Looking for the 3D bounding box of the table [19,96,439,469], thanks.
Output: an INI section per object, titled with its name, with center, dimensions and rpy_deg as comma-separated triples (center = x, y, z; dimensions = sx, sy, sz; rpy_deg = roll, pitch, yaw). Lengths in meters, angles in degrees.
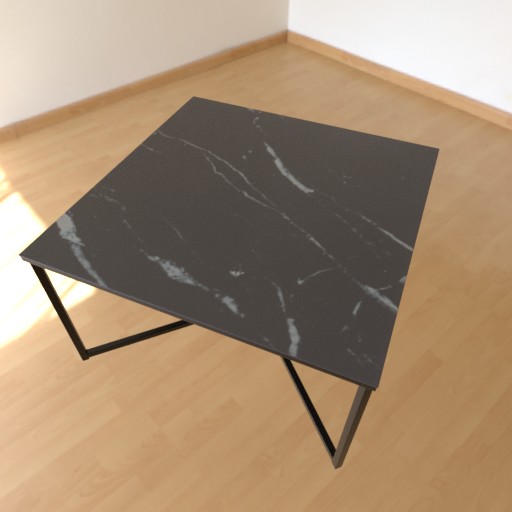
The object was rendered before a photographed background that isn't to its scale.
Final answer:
[table]
center = 0.000, 0.000, 1.286
dimensions = 0.800, 0.450, 0.800
rpy_deg = 17, 49, 16
